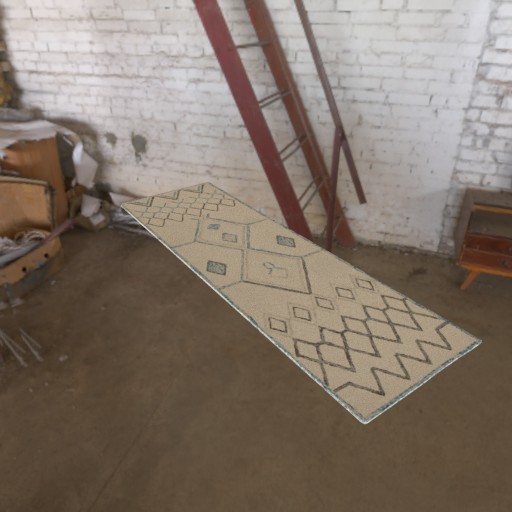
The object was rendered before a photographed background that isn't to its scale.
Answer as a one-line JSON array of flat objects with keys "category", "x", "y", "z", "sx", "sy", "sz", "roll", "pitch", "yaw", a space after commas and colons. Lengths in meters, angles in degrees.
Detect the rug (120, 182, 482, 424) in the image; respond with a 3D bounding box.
[{"category": "rug", "x": 0.000, "y": 0.000, "z": 2.660, "sx": 0.770, "sy": 0.013, "sz": 2.434, "roll": -20, "pitch": 36, "yaw": -30}]
